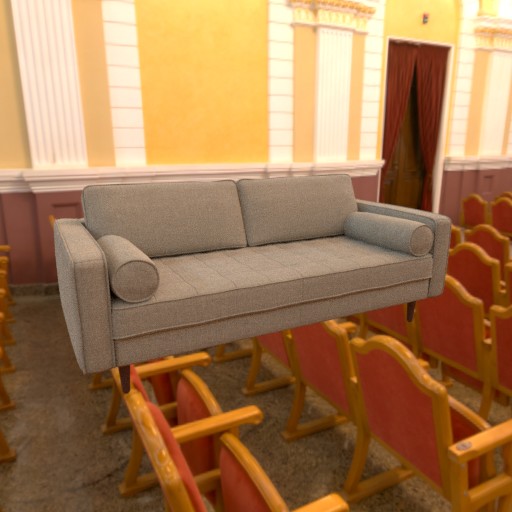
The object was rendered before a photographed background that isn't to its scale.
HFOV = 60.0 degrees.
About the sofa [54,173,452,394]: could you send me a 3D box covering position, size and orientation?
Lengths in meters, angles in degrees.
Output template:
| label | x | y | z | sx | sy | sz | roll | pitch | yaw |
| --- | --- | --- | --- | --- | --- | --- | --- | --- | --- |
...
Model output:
| label | x | y | z | sx | sy | sz | roll | pitch | yaw |
| --- | --- | --- | --- | --- | --- | --- | --- | --- | --- |
| sofa | 0.000 | 0.000 | 2.314 | 1.879 | 0.762 | 0.914 | -8 | 17 | -26 |
